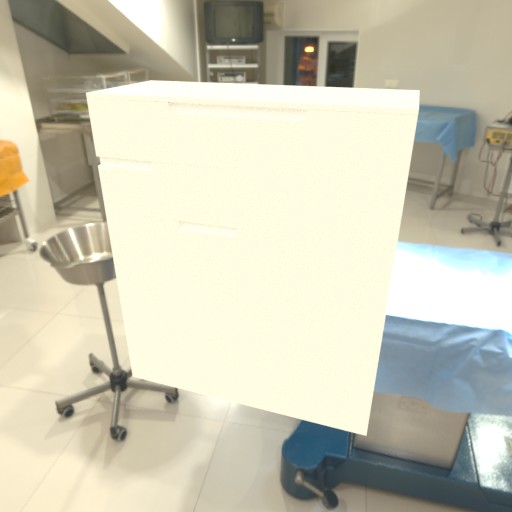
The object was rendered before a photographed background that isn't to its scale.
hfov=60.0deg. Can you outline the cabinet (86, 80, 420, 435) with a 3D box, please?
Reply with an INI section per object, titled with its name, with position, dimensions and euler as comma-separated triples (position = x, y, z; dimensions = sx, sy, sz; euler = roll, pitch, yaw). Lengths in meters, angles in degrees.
[cabinet]
position = 0.000, 0.000, 1.699
dimensions = 1.000, 1.190, 0.400
euler = 9, 28, 16
